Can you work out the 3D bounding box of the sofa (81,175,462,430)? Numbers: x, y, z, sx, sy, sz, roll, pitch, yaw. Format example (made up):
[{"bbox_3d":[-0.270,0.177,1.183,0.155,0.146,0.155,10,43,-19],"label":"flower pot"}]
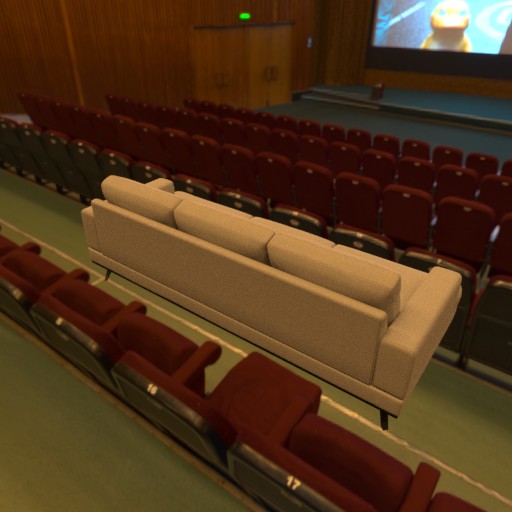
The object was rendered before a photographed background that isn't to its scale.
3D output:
[{"bbox_3d":[0.000,0.000,2.809,2.310,0.810,0.920,21,37,30],"label":"sofa"}]
